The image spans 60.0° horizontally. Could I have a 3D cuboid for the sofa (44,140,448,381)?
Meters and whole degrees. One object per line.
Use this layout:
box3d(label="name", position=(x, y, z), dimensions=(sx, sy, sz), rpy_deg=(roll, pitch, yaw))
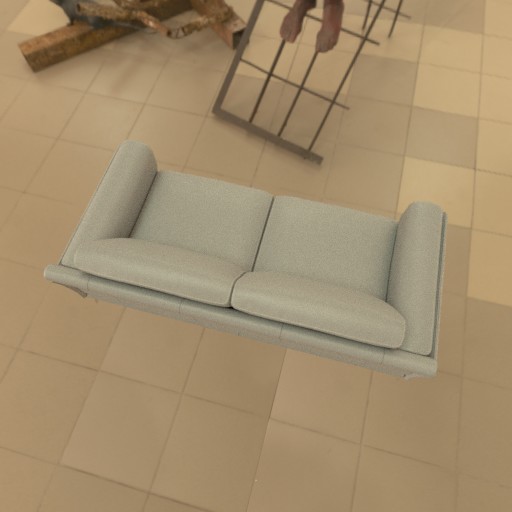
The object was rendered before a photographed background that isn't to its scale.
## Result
box3d(label="sofa", position=(0.000, 0.000, 2.627), dimensions=(2.101, 0.930, 1.049), rpy_deg=(13, 64, 7))
